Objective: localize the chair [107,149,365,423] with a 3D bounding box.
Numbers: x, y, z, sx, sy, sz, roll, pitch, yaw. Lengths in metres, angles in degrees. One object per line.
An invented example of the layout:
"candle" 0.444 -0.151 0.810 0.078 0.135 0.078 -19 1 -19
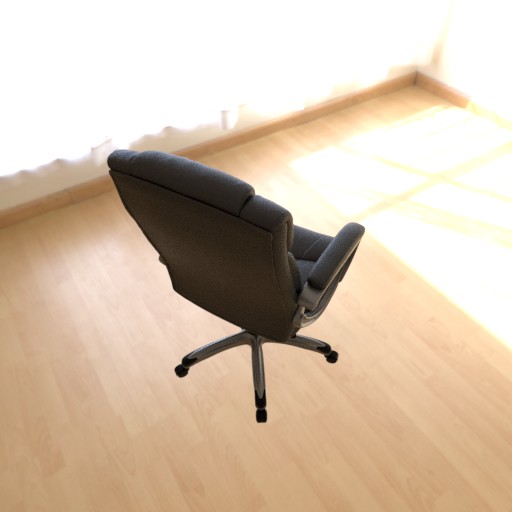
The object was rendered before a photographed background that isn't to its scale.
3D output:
"chair" 0.000 0.000 1.618 0.721 1.130 0.719 24 50 21
